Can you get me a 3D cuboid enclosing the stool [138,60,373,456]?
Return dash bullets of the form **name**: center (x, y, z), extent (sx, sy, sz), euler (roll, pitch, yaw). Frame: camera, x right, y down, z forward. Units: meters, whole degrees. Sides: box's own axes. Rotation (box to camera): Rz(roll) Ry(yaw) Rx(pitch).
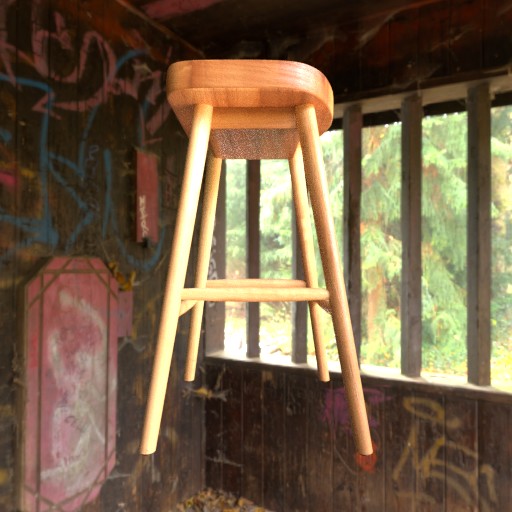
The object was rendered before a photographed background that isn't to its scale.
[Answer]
- **stool**: center (0.000, 0.000, 0.894), extent (0.361, 0.615, 0.440), euler (0, -1, 0)
